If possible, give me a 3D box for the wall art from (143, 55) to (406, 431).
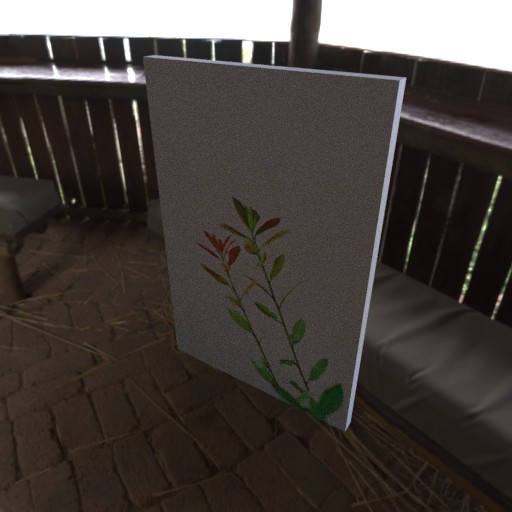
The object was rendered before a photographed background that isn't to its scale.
[{"bbox_3d":[0.000,0.000,1.150,0.612,0.915,0.039,18,35,28],"label":"wall art"}]
